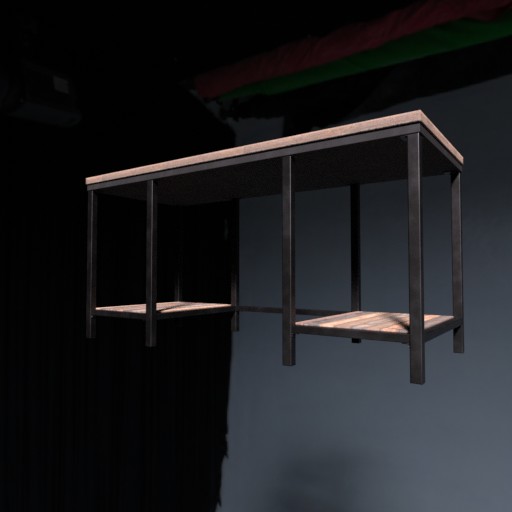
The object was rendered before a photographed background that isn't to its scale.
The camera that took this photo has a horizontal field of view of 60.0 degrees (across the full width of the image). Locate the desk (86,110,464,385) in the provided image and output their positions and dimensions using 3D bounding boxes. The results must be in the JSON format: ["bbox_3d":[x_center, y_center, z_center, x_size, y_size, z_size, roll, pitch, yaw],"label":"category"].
[{"bbox_3d":[0.000,0.000,1.901,1.538,0.753,0.617,-2,-3,35],"label":"desk"}]
